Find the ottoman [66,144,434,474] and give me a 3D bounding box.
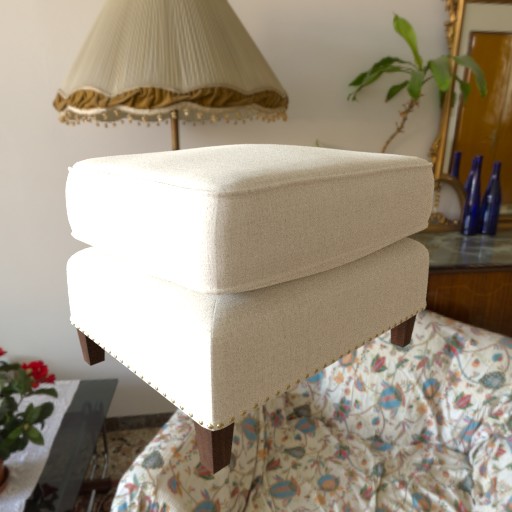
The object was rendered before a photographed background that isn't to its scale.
[{"bbox_3d":[0.000,0.000,1.094,0.738,0.537,0.589,-15,23,-41],"label":"ottoman"}]
